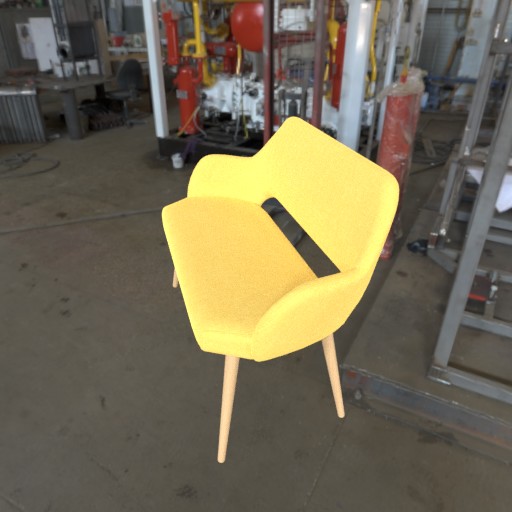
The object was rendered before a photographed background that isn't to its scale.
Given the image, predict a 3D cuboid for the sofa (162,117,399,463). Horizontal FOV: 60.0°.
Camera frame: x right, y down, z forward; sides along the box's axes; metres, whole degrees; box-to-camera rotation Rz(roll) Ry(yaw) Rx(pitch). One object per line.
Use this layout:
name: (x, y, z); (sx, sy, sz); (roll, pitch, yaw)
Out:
sofa: (0.000, 0.000, 1.679); (0.610, 0.840, 1.150); (-9, 31, -15)
